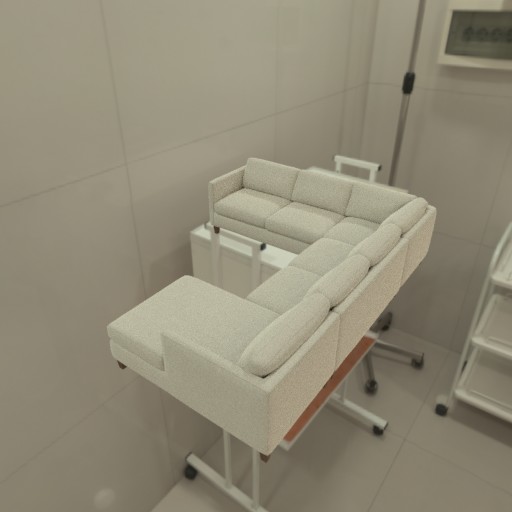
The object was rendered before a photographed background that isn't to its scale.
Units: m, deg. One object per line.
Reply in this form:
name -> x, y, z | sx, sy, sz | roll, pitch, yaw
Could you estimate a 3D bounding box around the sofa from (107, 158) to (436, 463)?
sofa -> 0.000, 0.000, 4.428 | 2.551, 0.853, 3.238 | 20, 36, 30
